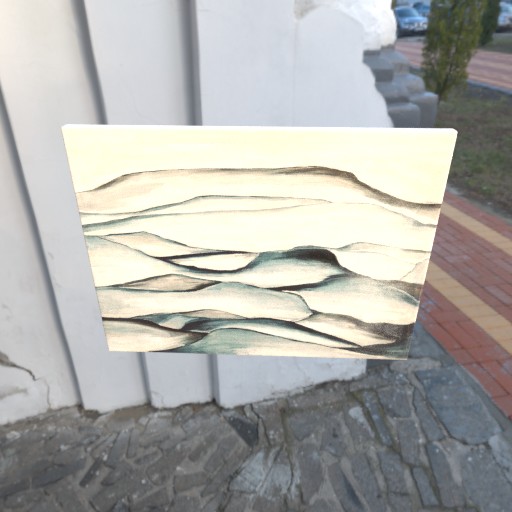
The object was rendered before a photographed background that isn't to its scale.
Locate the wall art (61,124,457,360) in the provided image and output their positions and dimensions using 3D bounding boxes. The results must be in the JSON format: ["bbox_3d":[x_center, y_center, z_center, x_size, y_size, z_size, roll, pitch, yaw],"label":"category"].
[{"bbox_3d":[0.000,0.000,1.600,1.219,0.915,0.039,1,30,2],"label":"wall art"}]
